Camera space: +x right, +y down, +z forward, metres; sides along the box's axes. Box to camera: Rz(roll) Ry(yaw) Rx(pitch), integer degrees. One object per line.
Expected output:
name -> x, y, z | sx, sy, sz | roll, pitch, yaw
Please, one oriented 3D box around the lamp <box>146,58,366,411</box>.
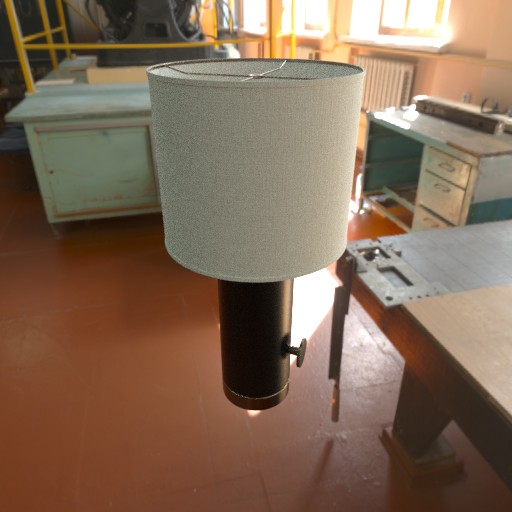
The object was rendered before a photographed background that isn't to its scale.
lamp -> 0.000, 0.000, 0.612 | 0.240, 0.482, 0.241 | 10, 30, 18
